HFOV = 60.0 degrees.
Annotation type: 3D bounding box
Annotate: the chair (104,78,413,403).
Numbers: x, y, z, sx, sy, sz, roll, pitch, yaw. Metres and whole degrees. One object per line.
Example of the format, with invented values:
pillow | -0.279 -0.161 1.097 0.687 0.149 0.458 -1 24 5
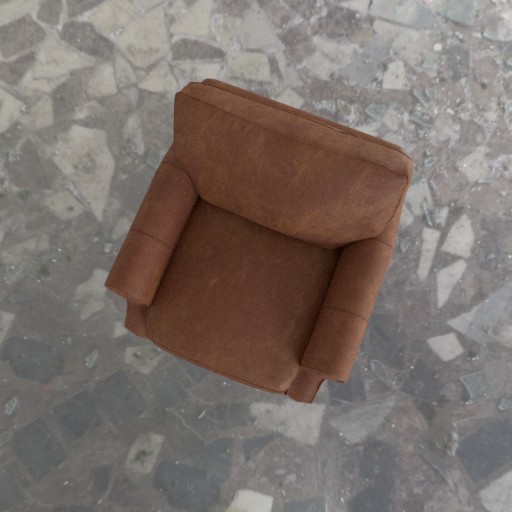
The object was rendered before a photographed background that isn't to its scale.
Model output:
chair | 0.000 0.000 1.797 0.983 0.962 0.986 21 77 5
